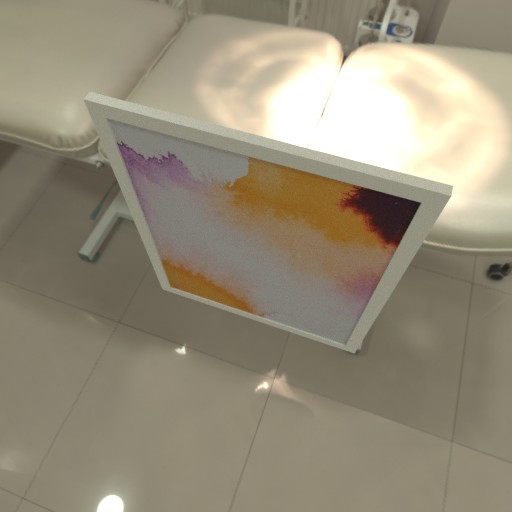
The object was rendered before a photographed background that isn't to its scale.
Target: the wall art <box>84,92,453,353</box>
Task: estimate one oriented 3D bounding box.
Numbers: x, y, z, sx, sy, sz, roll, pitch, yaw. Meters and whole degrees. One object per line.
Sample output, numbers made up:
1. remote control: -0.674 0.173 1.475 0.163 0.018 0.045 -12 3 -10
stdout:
1. wall art: 0.000 0.000 0.635 0.382 0.456 0.013 17 61 10
